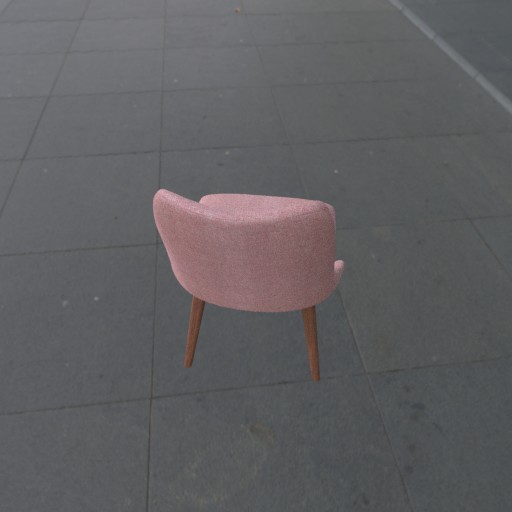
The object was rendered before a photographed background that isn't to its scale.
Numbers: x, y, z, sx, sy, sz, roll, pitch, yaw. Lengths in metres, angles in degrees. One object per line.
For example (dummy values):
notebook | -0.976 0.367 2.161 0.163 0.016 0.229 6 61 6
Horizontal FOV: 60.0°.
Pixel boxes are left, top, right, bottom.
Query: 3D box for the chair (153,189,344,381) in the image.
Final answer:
chair | 0.000 0.000 1.349 0.535 0.918 0.707 5 46 5
